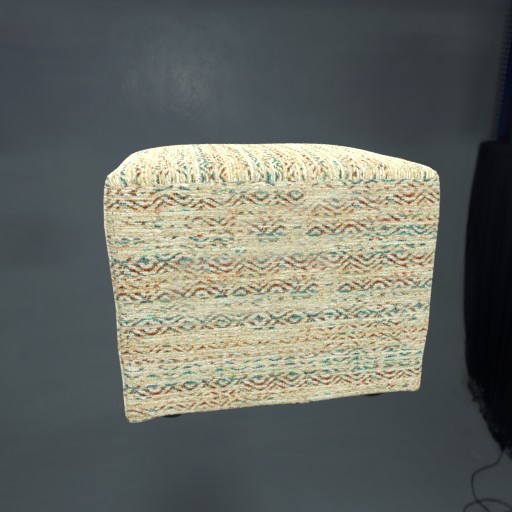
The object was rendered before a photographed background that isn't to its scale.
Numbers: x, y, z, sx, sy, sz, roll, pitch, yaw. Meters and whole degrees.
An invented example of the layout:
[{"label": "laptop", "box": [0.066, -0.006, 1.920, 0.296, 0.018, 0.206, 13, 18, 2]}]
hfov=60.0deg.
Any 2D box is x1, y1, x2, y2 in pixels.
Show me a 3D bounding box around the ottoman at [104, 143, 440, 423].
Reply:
[{"label": "ottoman", "box": [0.000, 0.000, 0.930, 0.521, 0.453, 0.512, -3, 17, -9]}]
